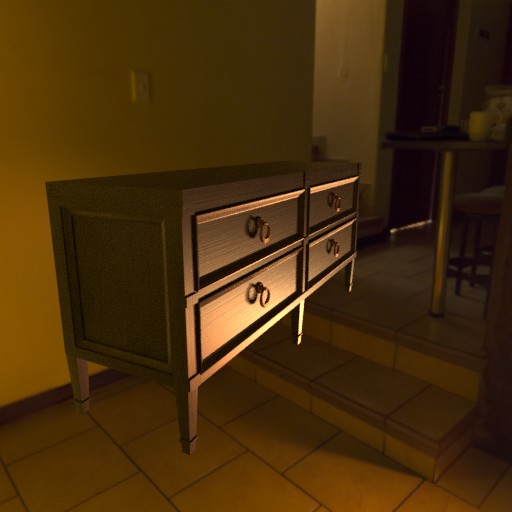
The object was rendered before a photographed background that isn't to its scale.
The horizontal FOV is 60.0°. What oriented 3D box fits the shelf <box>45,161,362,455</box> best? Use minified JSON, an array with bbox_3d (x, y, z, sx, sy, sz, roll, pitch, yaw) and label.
[{"bbox_3d":[0.000,0.000,1.870,0.479,0.719,1.575,7,16,27],"label":"shelf"}]
